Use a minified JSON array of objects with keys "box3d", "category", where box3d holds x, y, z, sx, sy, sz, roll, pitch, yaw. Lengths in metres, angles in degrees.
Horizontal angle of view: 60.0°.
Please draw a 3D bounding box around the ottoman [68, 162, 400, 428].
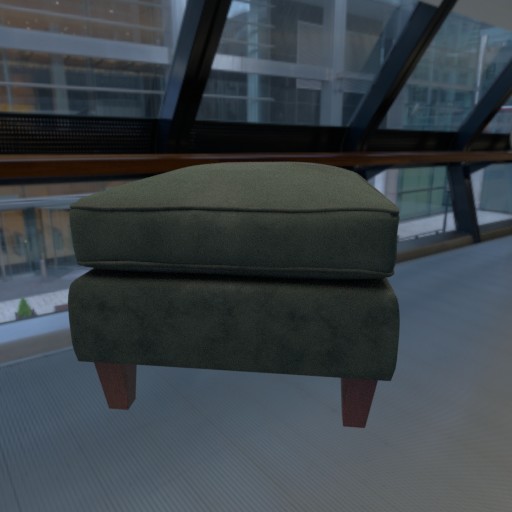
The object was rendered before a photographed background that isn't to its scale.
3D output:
[{"box3d":[0.000,0.000,1.225,0.632,0.495,0.864,2,15,7],"category":"ottoman"}]
